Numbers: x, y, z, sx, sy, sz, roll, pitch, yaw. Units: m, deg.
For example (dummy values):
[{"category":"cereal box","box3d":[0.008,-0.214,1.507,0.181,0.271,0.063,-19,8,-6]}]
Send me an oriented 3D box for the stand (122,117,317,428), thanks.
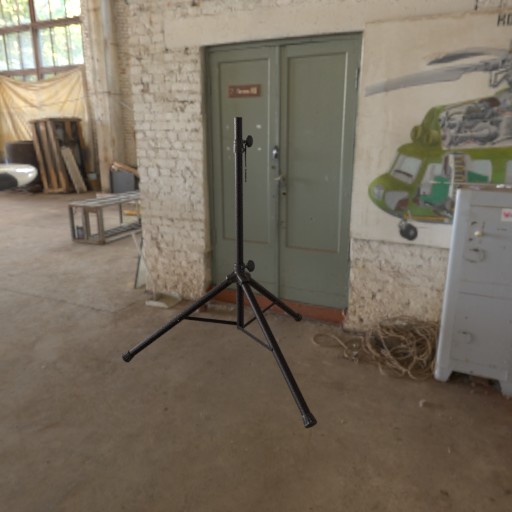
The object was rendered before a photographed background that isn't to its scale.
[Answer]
[{"category":"stand","box3d":[0.000,0.000,1.884,1.045,1.136,0.907,-8,17,-26]}]
